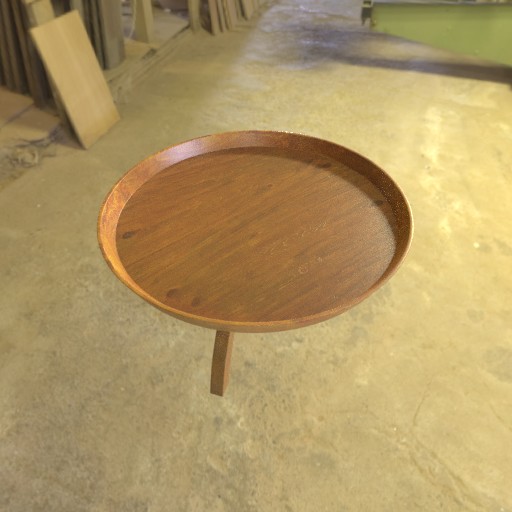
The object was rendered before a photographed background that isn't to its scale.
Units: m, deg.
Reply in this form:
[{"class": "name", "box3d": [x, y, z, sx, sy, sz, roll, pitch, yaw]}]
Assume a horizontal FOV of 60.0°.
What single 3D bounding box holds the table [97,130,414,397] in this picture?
[{"class": "table", "box3d": [0.000, 0.000, 1.595, 1.016, 0.470, 1.016, 0, 42, 0]}]
